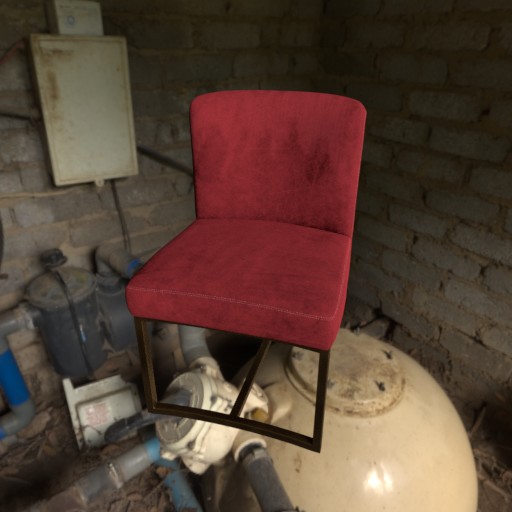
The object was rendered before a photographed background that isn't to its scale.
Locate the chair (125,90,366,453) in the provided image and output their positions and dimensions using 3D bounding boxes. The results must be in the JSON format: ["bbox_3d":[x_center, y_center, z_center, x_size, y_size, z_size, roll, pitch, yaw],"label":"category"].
[{"bbox_3d":[0.000,0.000,1.243,0.530,0.824,0.560,7,27,15],"label":"chair"}]
